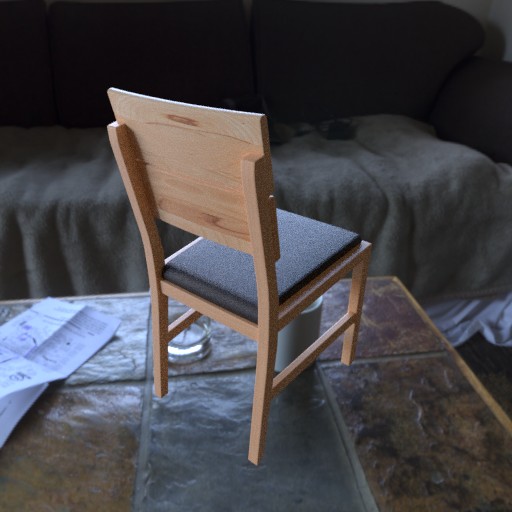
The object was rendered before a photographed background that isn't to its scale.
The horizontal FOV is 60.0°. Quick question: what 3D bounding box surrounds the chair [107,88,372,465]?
[{"bbox_3d":[0.000,0.000,1.286,0.475,0.950,0.560,21,37,32],"label":"chair"}]
